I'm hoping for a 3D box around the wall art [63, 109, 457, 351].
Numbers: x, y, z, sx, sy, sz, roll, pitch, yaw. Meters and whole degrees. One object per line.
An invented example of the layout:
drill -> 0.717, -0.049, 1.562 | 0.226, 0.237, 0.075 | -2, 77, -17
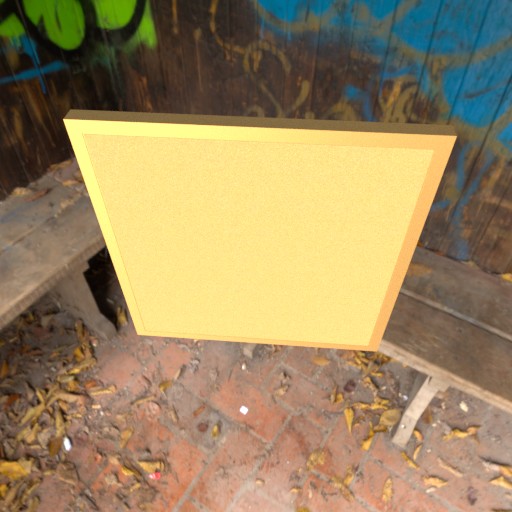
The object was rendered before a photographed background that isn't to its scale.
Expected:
wall art -> 0.000, 0.000, 2.895 | 1.926, 1.926, 0.099 | 3, 47, 3
